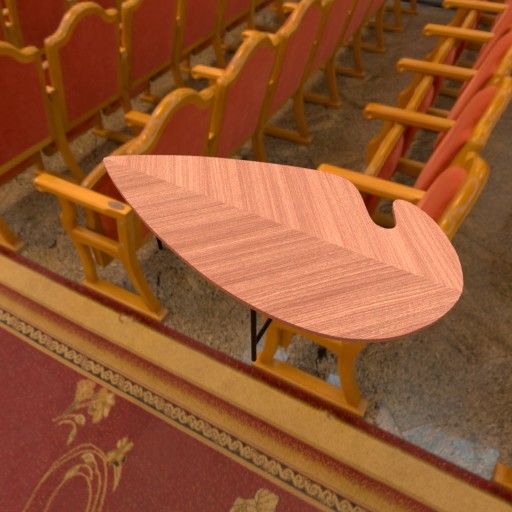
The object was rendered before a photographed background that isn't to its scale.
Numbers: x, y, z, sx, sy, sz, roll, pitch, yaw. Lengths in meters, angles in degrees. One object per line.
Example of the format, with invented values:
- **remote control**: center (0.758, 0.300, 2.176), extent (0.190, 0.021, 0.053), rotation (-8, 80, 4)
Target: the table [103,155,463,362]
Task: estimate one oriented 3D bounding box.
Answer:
- **table**: center (0.000, 0.000, 1.457), extent (1.199, 0.360, 0.598), rotation (22, 51, 19)
